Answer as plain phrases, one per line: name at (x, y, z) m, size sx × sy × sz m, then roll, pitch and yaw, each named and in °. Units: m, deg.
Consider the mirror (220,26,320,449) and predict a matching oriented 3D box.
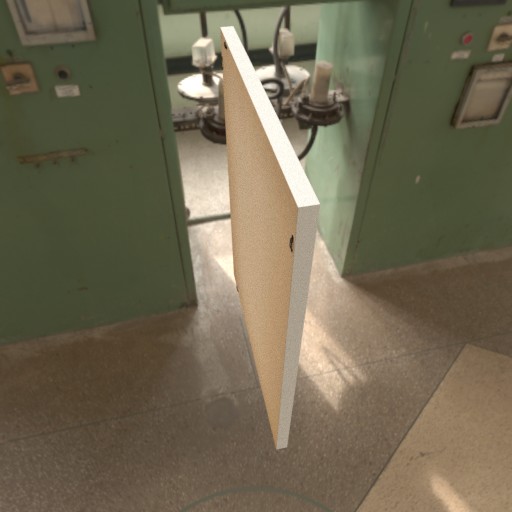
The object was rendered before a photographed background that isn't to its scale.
mirror at (0.000, 0.000, 1.311) m, size 0.041 × 1.016 × 0.762 m, roll -9°, pitch 47°, yaw -8°
